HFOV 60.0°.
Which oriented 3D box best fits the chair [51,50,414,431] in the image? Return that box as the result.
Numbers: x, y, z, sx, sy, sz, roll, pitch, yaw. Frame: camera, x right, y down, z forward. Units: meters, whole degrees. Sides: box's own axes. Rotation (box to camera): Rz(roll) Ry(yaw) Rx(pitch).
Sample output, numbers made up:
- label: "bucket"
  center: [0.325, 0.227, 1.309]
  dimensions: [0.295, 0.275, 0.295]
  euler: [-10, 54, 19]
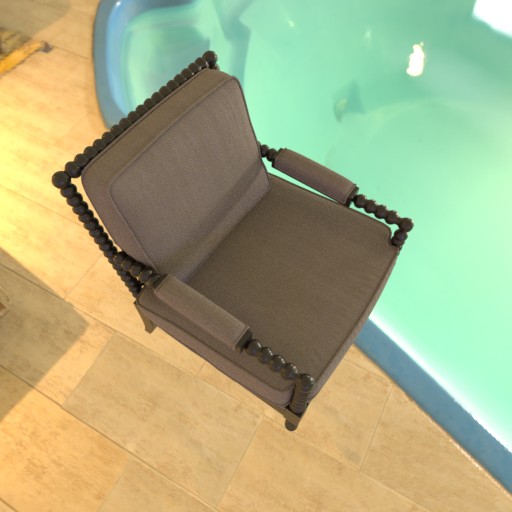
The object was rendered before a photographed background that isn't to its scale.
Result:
- label: "chair"
  center: [0.000, 0.000, 1.121]
  dimensions: [0.622, 0.661, 0.540]
  euler: [31, 63, 18]
